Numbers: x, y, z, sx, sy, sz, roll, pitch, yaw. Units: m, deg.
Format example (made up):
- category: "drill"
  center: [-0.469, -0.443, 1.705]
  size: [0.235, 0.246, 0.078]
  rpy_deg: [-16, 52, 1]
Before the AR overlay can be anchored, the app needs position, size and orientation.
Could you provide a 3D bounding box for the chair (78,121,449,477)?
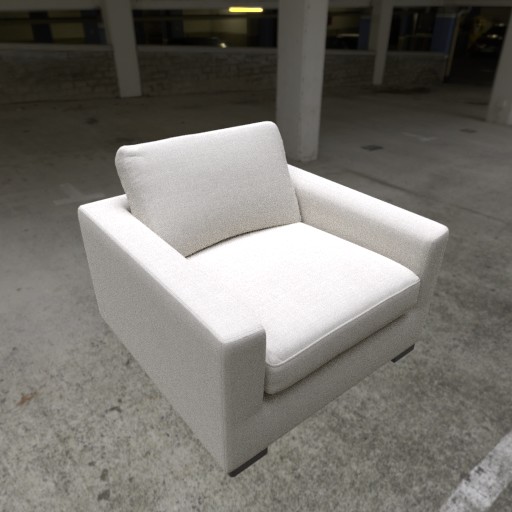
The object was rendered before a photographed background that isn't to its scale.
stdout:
- category: "chair"
  center: [0.000, 0.000, 1.859]
  size: [1.070, 0.876, 1.100]
  rpy_deg: [-22, 36, -32]
